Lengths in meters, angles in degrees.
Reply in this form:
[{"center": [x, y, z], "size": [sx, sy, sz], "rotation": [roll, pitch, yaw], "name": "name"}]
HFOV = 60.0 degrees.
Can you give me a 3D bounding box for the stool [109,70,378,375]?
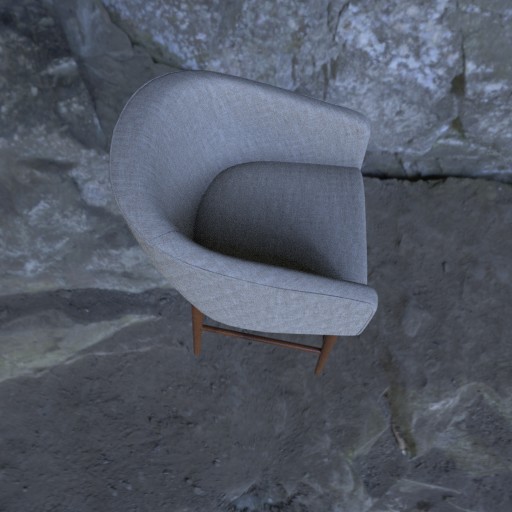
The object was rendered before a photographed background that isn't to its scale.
[{"center": [0.000, 0.000, 1.396], "size": [0.607, 1.078, 0.559], "rotation": [4, 63, 2], "name": "stool"}]
